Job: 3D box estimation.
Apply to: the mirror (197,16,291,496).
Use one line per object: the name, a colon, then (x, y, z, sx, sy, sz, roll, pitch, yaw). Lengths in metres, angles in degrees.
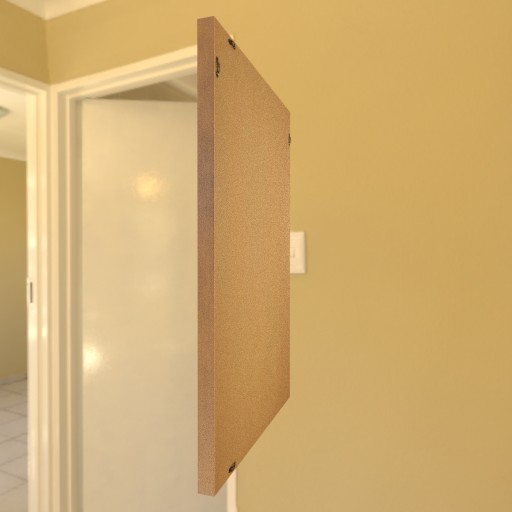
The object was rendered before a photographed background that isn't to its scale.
mirror: (0.000, 0.000, 1.138, 0.040, 0.915, 0.609, 0, 1, 18)
